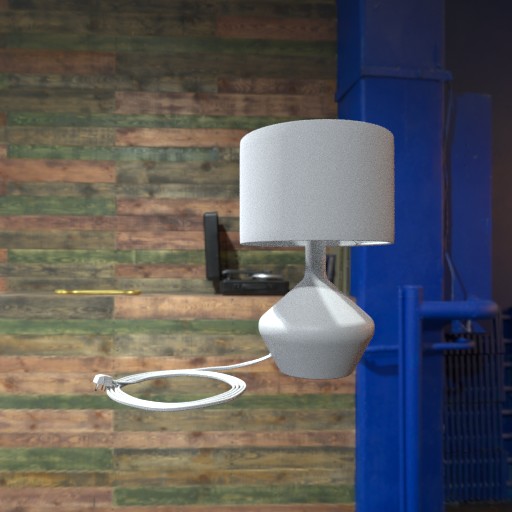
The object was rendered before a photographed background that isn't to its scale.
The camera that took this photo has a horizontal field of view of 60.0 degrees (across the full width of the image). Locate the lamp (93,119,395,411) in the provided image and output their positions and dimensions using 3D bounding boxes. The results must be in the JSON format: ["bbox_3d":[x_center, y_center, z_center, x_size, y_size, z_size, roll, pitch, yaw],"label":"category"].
[{"bbox_3d":[0.000,0.000,0.845,0.546,0.457,0.401,0,-1,-1],"label":"lamp"}]
